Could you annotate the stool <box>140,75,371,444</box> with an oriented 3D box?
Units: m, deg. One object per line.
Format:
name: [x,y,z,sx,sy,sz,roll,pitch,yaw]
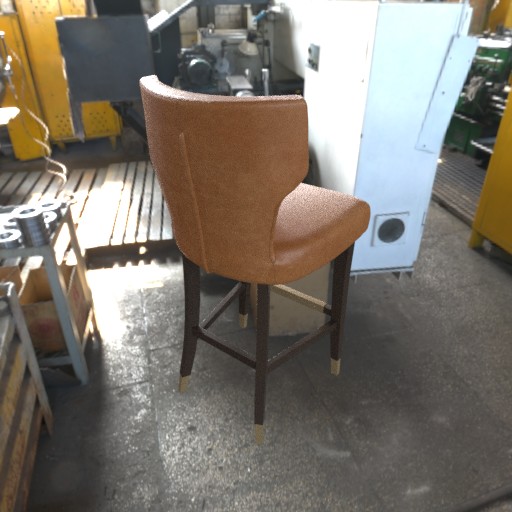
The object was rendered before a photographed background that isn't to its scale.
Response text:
stool: [0.000,0.000,1.430,0.526,1.092,0.563,21,37,31]
